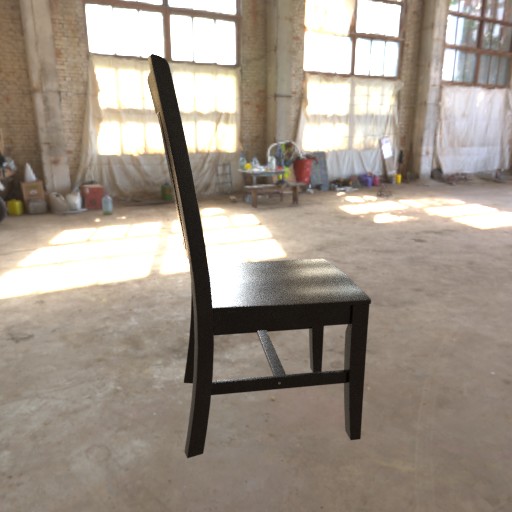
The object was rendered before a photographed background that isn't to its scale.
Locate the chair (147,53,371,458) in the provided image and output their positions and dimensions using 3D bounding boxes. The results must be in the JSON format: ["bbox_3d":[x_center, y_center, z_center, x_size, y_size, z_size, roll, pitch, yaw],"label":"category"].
[{"bbox_3d":[0.000,0.000,1.286,0.555,0.998,0.450,-2,15,-9],"label":"chair"}]
